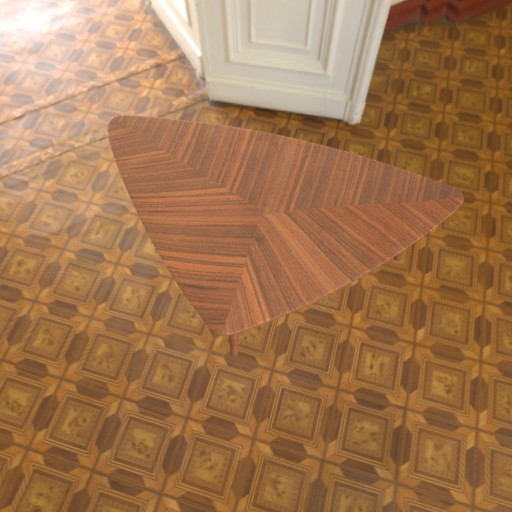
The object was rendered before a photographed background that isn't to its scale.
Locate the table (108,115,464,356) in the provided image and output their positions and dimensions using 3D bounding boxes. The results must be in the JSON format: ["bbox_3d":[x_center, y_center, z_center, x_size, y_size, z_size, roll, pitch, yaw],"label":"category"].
[{"bbox_3d":[0.000,0.000,1.287,1.008,0.365,0.601,14,64,7],"label":"table"}]
